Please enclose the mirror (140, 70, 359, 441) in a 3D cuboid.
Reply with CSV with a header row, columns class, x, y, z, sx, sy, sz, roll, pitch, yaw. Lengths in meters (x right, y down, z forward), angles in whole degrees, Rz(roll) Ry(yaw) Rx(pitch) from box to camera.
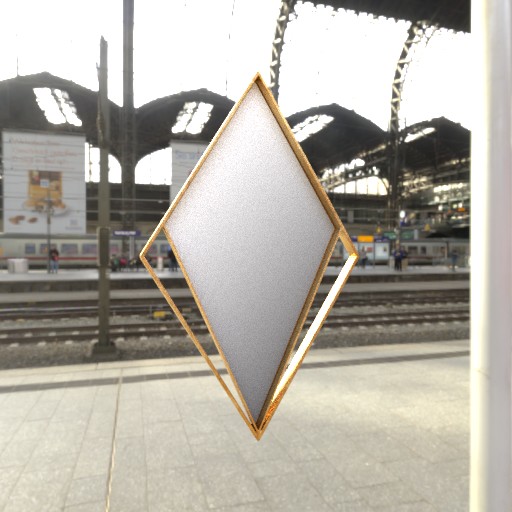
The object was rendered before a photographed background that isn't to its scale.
class,x,y,z,sx,sy,sz,roll,pitch,yaw
mirror,0.000,0.000,0.827,0.419,0.679,0.032,0,0,-18
